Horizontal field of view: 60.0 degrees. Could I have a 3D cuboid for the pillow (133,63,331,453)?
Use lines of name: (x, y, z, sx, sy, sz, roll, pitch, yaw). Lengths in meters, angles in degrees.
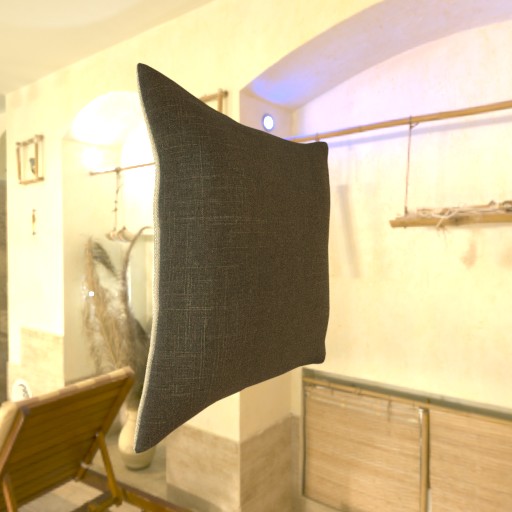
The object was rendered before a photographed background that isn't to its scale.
pillow: (0.000, 0.000, 0.689, 0.138, 0.444, 0.468, 1, 2, 36)
